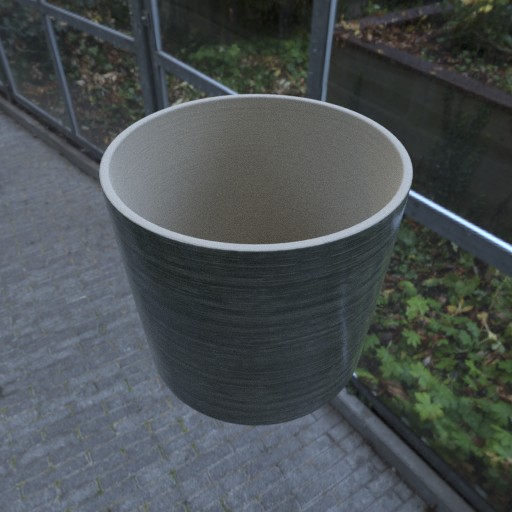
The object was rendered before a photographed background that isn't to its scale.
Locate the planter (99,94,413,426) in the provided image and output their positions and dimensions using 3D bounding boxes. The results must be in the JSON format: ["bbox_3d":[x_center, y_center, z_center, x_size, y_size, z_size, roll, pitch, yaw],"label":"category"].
[{"bbox_3d":[0.000,0.000,0.389,0.221,0.201,0.221,0,41,0],"label":"planter"}]
